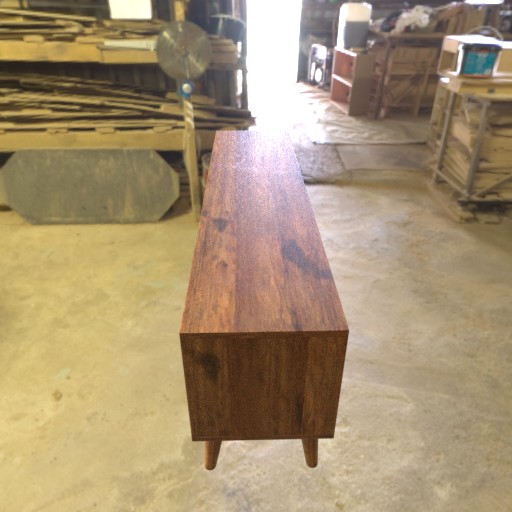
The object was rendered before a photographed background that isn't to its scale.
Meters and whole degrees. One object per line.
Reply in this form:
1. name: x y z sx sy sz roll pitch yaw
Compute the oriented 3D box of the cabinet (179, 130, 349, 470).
1. cabinet: 0.000 0.000 1.661 0.349 0.528 1.448 -1 32 -1
